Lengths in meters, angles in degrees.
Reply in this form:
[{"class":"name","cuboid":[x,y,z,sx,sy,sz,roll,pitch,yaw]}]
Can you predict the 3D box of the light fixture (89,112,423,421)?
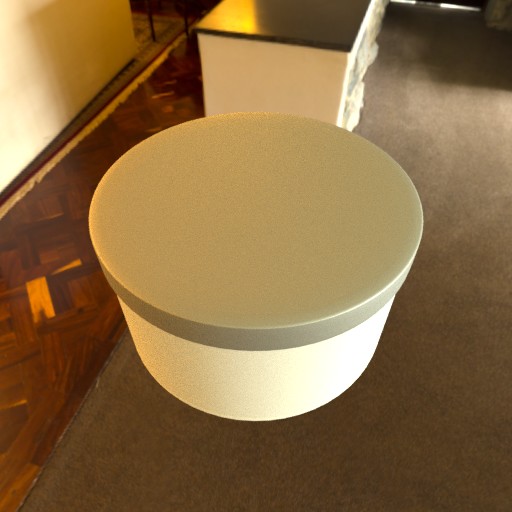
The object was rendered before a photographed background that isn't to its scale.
[{"class":"light fixture","cuboid":[0.000,0.000,0.618,0.393,0.229,0.393,0,46,0]}]
